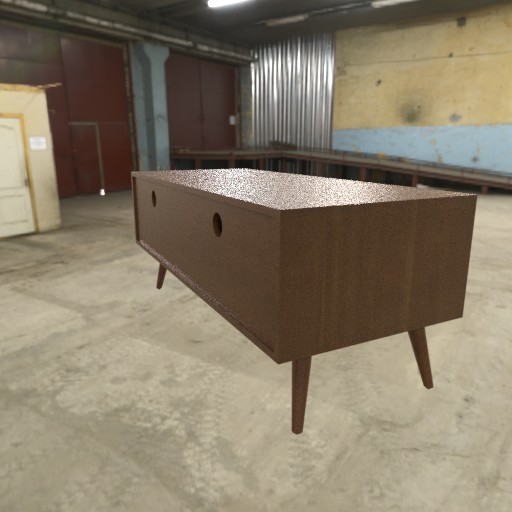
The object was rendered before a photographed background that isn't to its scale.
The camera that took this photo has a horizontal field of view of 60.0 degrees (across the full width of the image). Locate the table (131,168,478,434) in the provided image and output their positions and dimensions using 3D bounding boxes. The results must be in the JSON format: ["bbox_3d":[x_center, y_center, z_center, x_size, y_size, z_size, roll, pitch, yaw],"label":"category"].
[{"bbox_3d":[0.000,0.000,1.365,0.490,0.464,1.119,-7,16,-26],"label":"table"}]
